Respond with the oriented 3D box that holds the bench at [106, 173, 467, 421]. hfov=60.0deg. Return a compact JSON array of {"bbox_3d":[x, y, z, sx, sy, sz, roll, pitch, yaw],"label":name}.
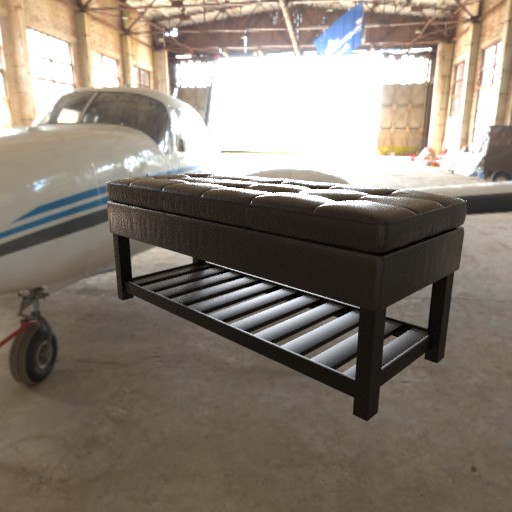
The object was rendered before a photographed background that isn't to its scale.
[{"bbox_3d":[0.000,0.000,1.399,1.105,0.460,0.432,14,21,43],"label":"bench"}]
